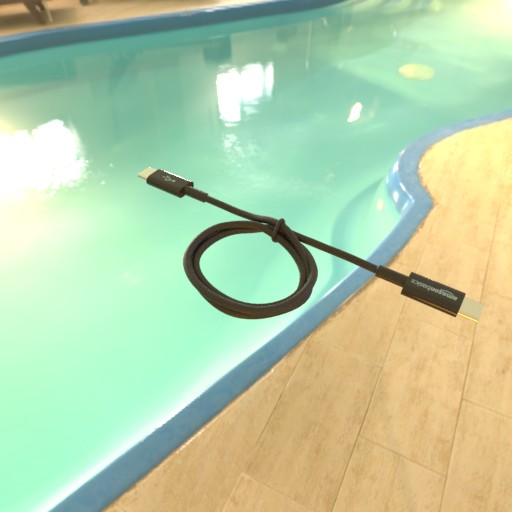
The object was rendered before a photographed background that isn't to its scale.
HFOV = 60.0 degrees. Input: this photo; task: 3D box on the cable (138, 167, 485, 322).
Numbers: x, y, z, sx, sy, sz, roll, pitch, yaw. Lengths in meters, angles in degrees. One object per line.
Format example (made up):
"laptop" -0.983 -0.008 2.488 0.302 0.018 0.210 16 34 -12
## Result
"cable" 0.000 0.000 0.217 0.203 0.014 0.070 24 49 23
